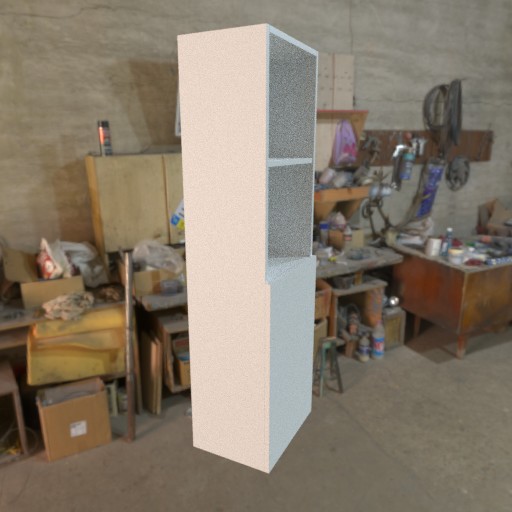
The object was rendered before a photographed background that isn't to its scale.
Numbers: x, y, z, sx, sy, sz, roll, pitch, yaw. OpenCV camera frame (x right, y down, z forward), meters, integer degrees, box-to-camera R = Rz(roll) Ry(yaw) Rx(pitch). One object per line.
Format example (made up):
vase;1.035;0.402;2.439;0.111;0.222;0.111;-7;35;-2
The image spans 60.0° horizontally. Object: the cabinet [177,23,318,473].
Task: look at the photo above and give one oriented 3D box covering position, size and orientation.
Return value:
cabinet;0.000;0.000;1.532;0.300;1.350;0.400;7;16;26
